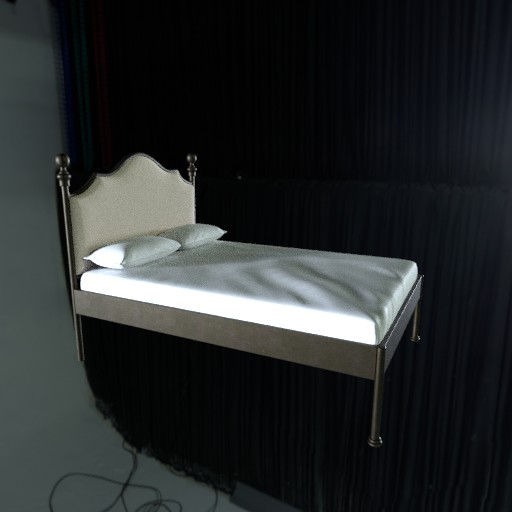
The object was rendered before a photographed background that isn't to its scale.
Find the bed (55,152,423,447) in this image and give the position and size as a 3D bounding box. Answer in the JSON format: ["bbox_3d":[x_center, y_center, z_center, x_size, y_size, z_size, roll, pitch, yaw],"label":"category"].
[{"bbox_3d":[0.000,0.000,3.197,2.170,1.462,1.533,7,15,26],"label":"bed"}]
